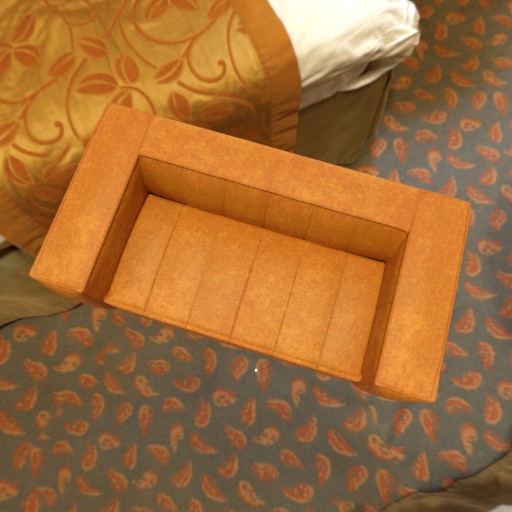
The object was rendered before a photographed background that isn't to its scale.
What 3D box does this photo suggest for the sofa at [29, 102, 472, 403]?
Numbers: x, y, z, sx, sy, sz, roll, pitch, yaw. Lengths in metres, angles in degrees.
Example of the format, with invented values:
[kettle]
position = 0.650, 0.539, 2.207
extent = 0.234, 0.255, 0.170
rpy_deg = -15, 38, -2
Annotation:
[sofa]
position = 0.000, 0.000, 2.571
extent = 2.088, 0.703, 1.102
rpy_deg = 17, 76, 4
